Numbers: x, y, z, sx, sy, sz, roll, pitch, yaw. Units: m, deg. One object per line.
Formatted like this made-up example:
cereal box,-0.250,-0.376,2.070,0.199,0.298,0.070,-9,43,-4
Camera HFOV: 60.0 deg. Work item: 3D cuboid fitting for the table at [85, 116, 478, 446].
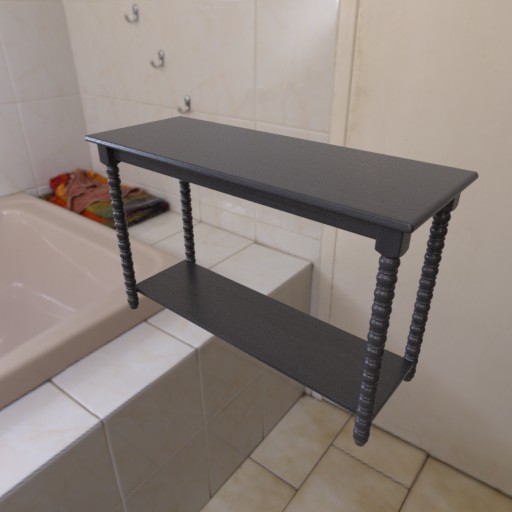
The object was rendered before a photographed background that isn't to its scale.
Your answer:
table,0.000,0.000,1.538,1.184,0.735,0.459,22,35,34
